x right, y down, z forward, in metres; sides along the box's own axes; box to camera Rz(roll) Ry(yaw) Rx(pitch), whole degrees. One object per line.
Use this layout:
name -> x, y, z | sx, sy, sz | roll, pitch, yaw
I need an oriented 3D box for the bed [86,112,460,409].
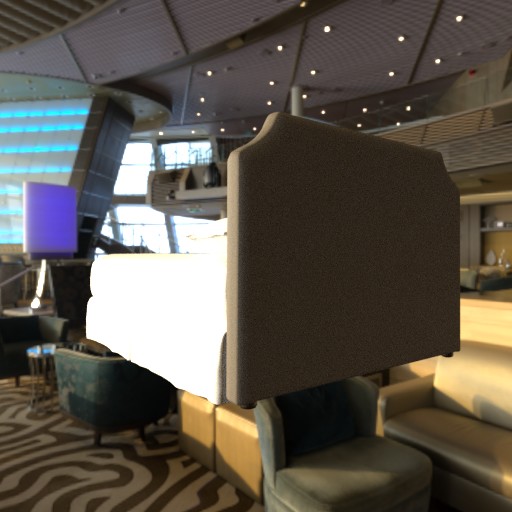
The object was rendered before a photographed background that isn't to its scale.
bed -> 0.000, 0.000, 3.813 | 2.194, 1.561, 2.536 | 0, 0, -37
